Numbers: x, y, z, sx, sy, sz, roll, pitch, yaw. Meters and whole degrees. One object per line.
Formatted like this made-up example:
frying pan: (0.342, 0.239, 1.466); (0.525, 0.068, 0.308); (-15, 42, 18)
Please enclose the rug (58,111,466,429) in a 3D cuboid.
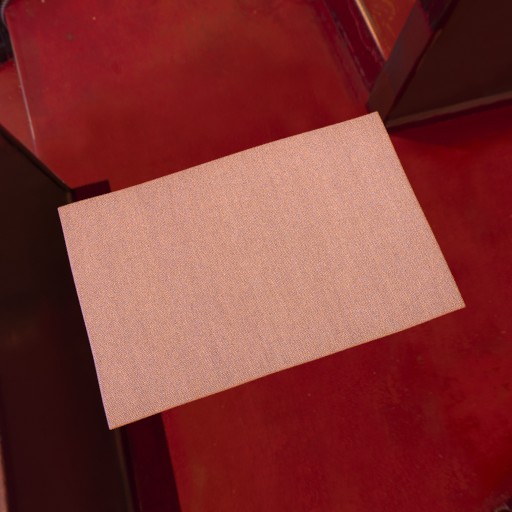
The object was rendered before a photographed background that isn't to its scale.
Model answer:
rug: (0.000, 0.000, 2.091); (1.678, 0.013, 1.078); (-18, 76, -5)
